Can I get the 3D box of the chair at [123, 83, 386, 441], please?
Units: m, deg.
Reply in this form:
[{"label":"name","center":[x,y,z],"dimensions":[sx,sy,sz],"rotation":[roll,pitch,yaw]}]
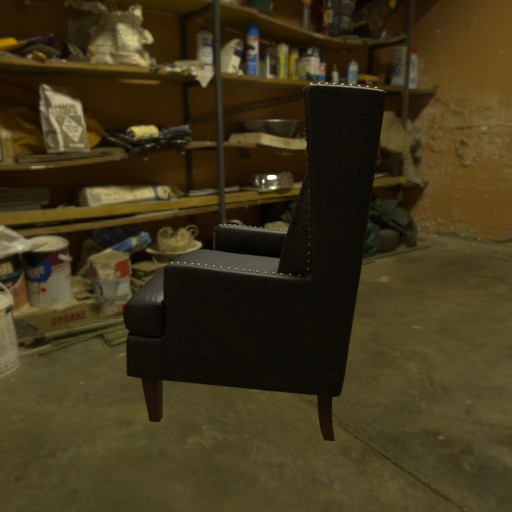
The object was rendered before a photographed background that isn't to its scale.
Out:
[{"label":"chair","center":[0.000,0.000,1.665],"dimensions":[0.799,1.142,0.703],"rotation":[2,15,9]}]
